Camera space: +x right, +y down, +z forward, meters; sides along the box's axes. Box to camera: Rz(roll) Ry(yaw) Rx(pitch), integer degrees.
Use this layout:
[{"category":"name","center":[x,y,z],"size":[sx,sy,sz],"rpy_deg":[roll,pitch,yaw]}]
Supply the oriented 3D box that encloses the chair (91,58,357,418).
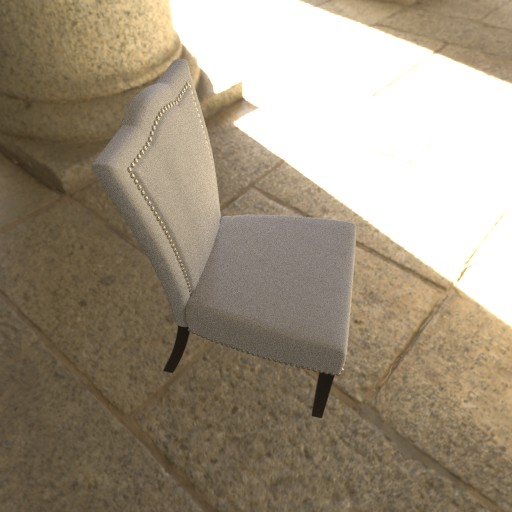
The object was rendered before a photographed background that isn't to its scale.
[{"category":"chair","center":[0.000,0.000,1.300],"size":[0.589,0.946,0.518],"rpy_deg":[9,48,8]}]
